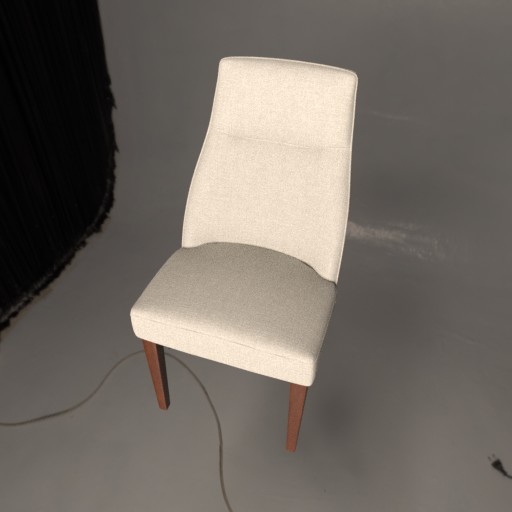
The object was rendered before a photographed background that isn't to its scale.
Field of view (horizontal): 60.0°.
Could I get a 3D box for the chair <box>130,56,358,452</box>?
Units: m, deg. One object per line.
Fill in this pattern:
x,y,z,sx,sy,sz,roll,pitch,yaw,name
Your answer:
0.000,0.000,1.287,0.500,0.930,0.620,13,44,14,chair
